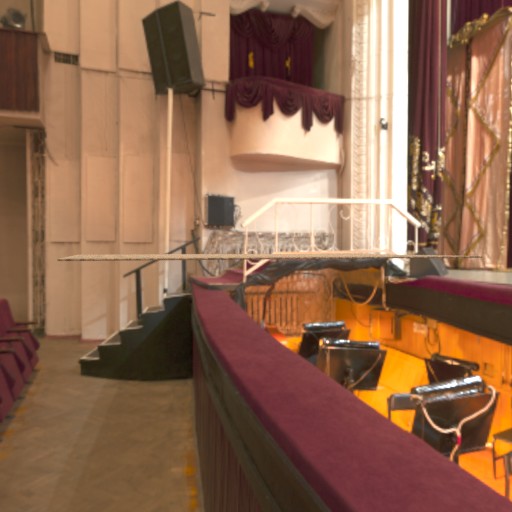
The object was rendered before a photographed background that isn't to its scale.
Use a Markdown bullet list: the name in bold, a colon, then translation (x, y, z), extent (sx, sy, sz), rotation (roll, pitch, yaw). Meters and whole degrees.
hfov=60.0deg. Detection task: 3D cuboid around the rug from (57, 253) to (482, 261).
- **rug**: translation (0.000, 0.000, 2.359), extent (1.824, 0.008, 1.220), rotation (0, 1, -19)
